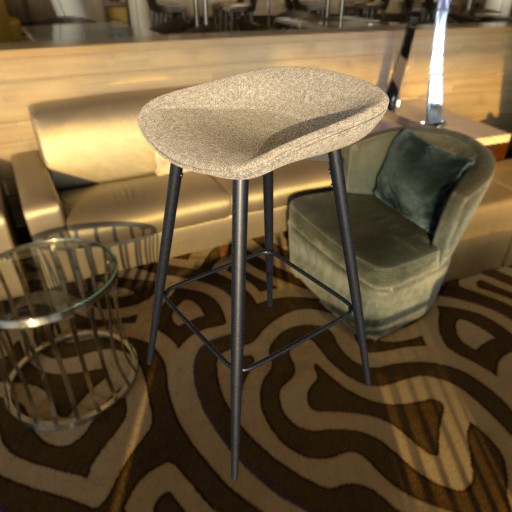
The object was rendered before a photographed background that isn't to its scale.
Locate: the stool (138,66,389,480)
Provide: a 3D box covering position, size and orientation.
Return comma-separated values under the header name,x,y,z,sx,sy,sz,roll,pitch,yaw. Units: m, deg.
name,x,y,z,sx,sy,sz,roll,pitch,yaw
stool,0.000,0.000,1.089,0.480,0.814,0.469,-22,38,-31
